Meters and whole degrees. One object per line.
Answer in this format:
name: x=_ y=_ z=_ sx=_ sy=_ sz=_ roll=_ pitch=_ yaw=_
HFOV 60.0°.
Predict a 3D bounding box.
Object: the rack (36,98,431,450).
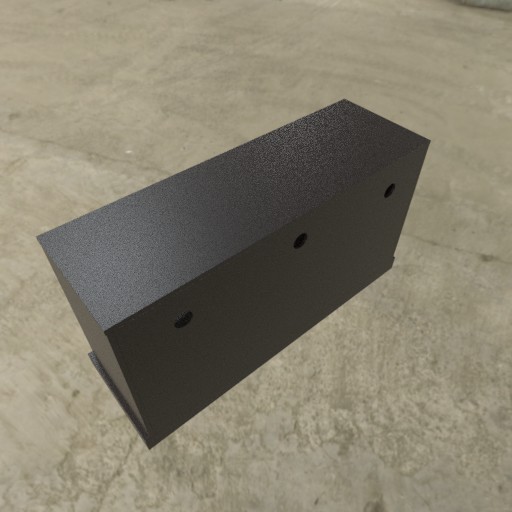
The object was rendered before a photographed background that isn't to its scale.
rack: x=0.000 y=0.000 z=1.536 sx=1.206 sy=0.635 sz=0.399 roll=-31 pitch=53 yaw=-27
